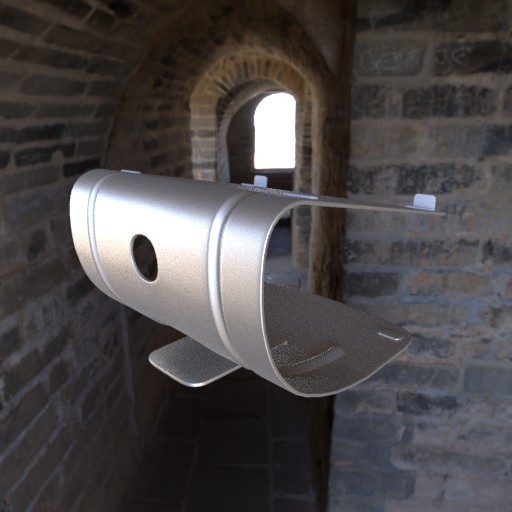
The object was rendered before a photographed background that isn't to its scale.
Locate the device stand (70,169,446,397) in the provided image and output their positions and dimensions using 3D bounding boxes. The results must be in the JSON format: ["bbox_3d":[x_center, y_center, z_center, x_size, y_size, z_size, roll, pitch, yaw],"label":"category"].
[{"bbox_3d":[0.000,0.000,0.411,0.256,0.155,0.236,16,23,42],"label":"device stand"}]
